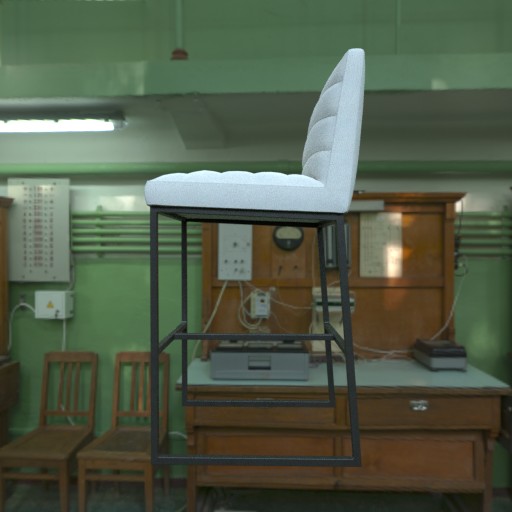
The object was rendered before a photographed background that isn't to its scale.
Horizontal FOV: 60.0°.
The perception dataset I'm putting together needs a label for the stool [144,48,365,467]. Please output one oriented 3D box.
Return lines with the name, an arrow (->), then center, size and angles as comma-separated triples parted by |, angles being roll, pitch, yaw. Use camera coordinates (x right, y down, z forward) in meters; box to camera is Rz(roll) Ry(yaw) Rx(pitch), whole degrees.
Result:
stool -> 0.000, 0.000, 1.337 | 0.573, 1.061, 0.464 | 0, 1, 1
